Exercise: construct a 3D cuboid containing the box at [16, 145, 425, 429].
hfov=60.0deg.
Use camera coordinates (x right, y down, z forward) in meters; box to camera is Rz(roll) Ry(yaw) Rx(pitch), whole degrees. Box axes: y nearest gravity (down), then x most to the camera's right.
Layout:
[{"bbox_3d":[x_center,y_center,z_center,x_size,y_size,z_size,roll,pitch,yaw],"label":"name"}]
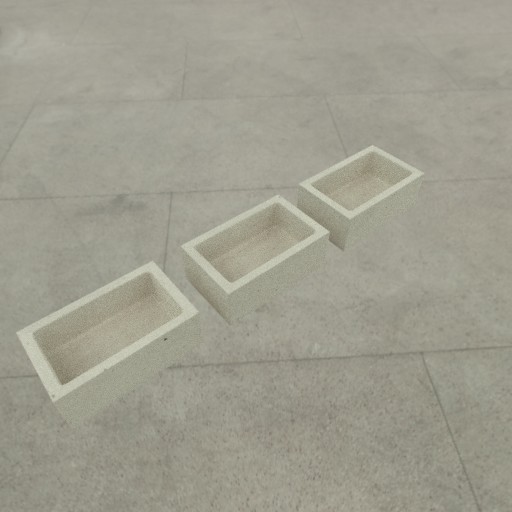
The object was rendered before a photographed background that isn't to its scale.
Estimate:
[{"bbox_3d":[0.000,0.000,0.474,0.461,0.051,0.082,-31,53,-26],"label":"box"}]
